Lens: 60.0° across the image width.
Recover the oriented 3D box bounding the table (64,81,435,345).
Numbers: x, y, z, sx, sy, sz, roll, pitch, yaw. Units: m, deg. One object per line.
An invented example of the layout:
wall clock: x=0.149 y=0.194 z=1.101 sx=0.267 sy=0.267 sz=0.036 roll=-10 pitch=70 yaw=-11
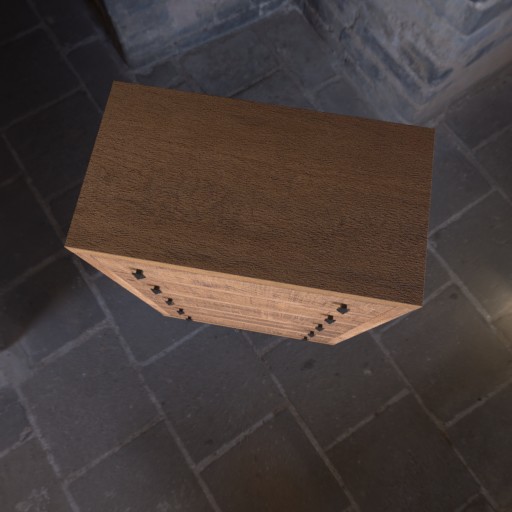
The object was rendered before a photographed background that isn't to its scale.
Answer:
table: x=0.000 y=0.000 z=1.781 sx=0.901 sy=1.294 sz=0.524 roll=9 pitch=75 yaw=3
